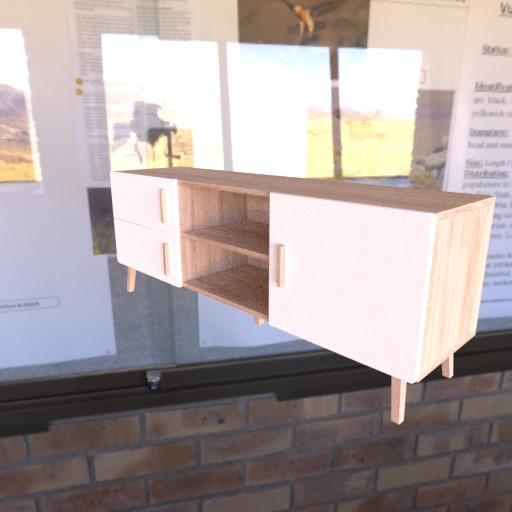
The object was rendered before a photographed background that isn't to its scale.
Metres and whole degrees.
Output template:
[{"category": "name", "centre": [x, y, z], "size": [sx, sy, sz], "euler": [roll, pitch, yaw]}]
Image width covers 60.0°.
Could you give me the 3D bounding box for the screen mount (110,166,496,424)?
[{"category": "screen mount", "centre": [0.000, 0.000, 1.699], "size": [0.420, 0.570, 1.500], "euler": [-15, 22, -43]}]
